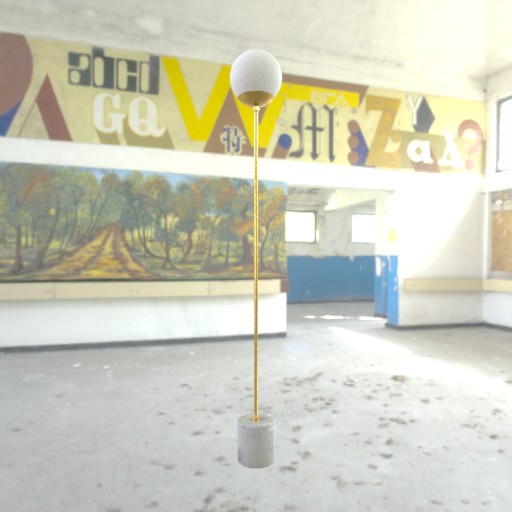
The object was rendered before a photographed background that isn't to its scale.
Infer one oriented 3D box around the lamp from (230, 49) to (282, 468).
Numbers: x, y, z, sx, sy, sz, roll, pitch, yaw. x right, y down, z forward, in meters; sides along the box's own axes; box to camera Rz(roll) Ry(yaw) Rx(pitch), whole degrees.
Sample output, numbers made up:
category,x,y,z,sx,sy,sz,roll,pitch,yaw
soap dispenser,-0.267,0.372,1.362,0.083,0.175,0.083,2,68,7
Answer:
category,x,y,z,sx,sy,sz,roll,pitch,yaw
lamp,0.000,0.000,1.905,0.224,1.753,0.224,0,0,-17
